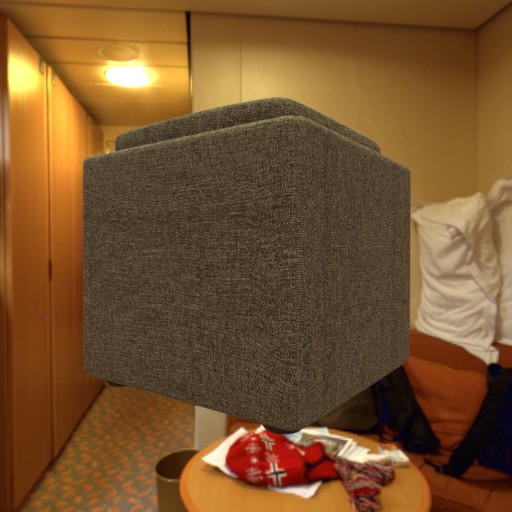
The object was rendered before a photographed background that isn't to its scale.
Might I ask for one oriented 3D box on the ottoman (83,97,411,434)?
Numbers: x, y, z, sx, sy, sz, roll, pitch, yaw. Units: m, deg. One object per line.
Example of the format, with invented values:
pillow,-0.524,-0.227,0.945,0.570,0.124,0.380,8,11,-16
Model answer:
ottoman,0.000,0.000,0.836,0.450,0.460,0.450,1,1,36
